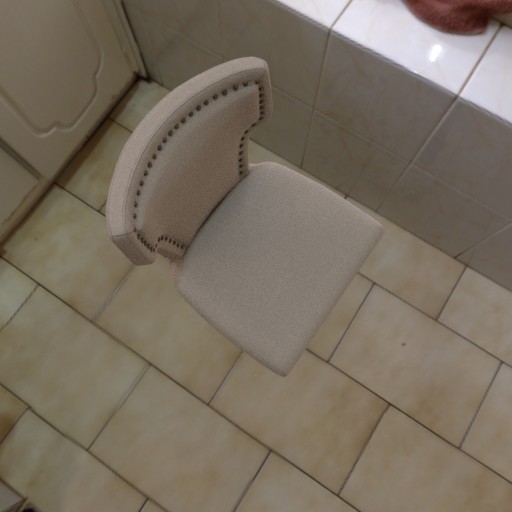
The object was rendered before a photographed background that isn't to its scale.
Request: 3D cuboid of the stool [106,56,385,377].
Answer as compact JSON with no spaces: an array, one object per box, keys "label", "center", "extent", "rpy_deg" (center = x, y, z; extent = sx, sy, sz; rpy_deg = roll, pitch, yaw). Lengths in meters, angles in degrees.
[{"label":"stool","center":[0.000,0.000,1.395],"extent":[0.563,1.092,0.526],"rpy_deg":[35,78,9]}]
